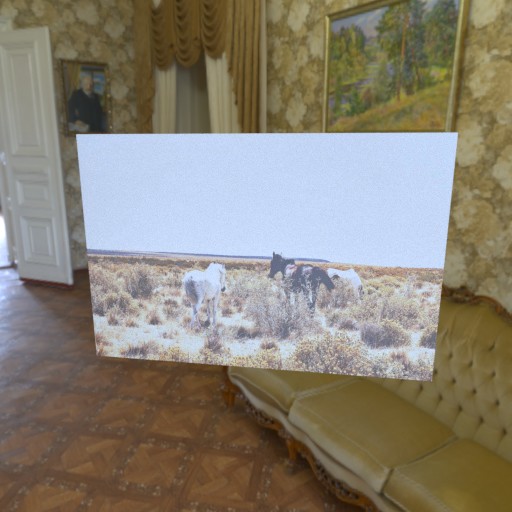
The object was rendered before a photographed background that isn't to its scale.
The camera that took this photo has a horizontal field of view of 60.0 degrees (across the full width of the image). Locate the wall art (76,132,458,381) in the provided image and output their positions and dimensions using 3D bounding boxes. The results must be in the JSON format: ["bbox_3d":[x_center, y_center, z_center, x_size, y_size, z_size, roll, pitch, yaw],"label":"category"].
[{"bbox_3d":[0.000,0.000,1.147,0.914,0.610,0.050,2,14,9],"label":"wall art"}]
